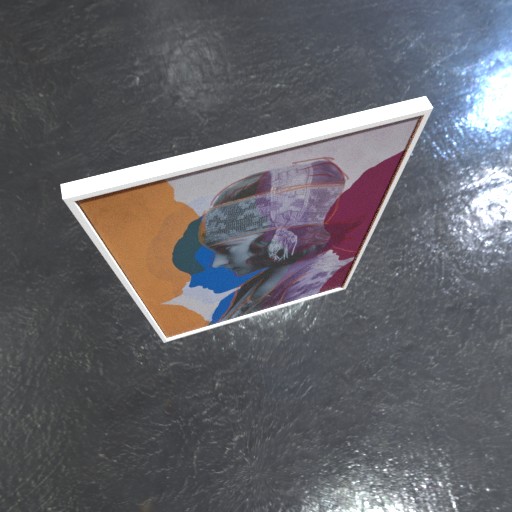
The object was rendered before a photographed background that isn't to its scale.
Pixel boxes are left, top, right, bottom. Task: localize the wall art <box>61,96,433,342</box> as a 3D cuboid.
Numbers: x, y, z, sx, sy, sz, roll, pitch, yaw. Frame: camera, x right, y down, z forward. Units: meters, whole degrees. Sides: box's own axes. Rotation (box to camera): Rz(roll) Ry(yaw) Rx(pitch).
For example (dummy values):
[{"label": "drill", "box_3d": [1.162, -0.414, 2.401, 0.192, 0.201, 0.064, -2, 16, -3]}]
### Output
[{"label": "wall art", "box_3d": [0.000, 0.000, 1.388, 0.795, 1.050, 0.039, -16, 65, -7]}]
